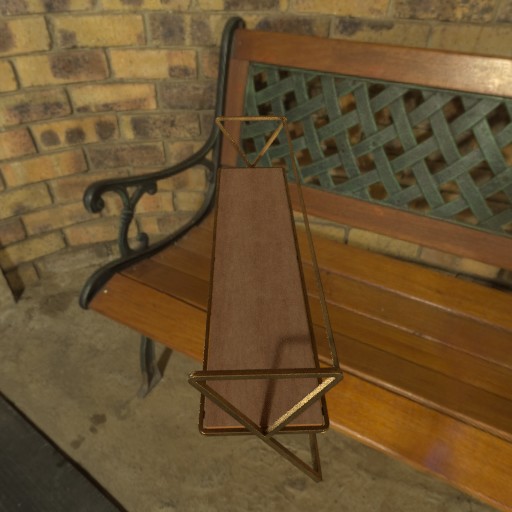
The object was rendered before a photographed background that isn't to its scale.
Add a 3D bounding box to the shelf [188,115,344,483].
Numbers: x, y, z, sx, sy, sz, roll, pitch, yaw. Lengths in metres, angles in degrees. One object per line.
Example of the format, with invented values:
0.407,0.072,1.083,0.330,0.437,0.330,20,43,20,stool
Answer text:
0.000,0.000,0.742,0.150,0.229,0.645,-1,39,-1,shelf
